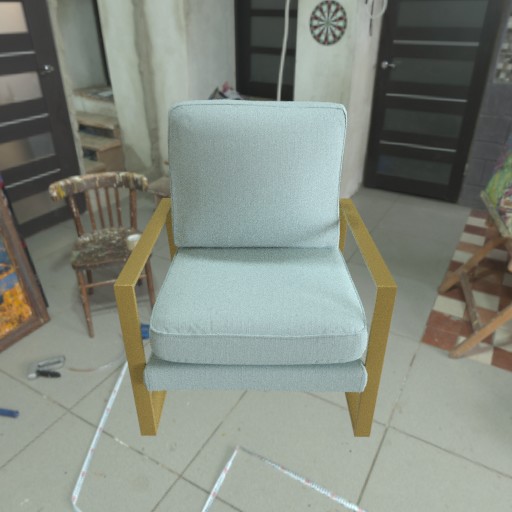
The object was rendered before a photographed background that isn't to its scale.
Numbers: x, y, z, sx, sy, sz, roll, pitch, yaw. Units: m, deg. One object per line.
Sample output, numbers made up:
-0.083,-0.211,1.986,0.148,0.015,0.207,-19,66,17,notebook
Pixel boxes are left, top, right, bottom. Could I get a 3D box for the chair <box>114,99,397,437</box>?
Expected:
0.000,0.000,1.545,0.758,0.956,0.813,0,30,0,chair
